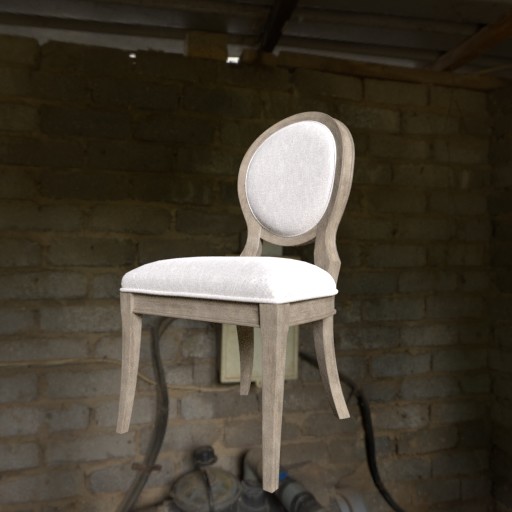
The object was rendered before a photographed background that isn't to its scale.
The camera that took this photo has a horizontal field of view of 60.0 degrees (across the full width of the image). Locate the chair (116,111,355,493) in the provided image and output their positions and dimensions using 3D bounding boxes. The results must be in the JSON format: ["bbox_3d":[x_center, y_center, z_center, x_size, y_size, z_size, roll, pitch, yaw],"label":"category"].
[{"bbox_3d":[0.000,0.000,1.325,0.558,0.990,0.602,0,0,37],"label":"chair"}]
